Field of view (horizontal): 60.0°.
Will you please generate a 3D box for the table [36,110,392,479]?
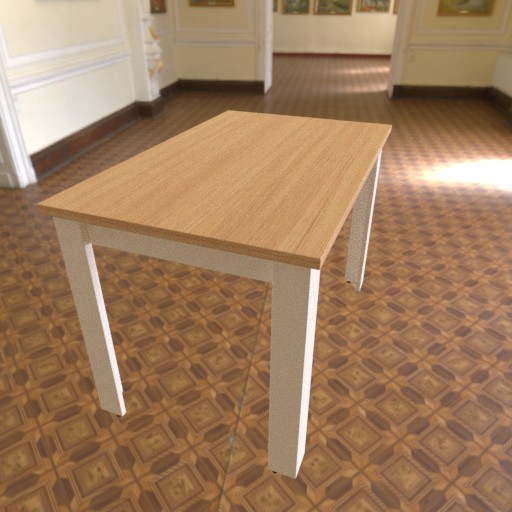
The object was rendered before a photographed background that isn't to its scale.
[{"bbox_3d":[0.000,0.000,1.576,0.700,0.734,1.100,11,32,19],"label":"table"}]
